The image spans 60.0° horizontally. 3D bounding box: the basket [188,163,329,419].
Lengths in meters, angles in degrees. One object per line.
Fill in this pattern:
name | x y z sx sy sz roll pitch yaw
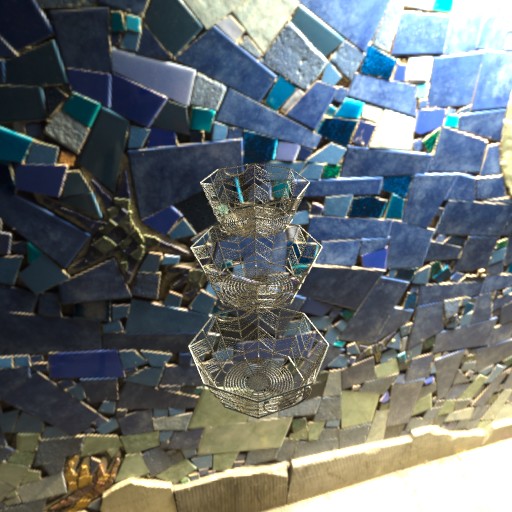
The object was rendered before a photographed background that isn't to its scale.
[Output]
basket | 0.000 0.000 1.434 0.432 0.178 1.246 0 32 -1
